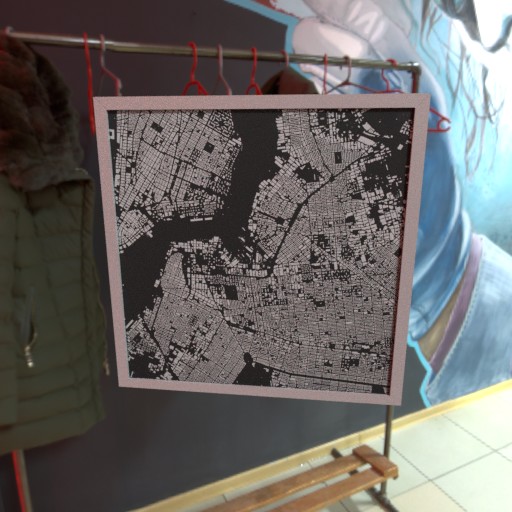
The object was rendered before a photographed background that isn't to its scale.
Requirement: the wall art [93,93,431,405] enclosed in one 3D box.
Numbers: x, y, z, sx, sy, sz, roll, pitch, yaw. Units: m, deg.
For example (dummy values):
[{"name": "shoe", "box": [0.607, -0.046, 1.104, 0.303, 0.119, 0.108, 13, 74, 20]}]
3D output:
[{"name": "wall art", "box": [0.000, 0.000, 0.743, 0.506, 0.506, 0.038, 2, 15, 7]}]
